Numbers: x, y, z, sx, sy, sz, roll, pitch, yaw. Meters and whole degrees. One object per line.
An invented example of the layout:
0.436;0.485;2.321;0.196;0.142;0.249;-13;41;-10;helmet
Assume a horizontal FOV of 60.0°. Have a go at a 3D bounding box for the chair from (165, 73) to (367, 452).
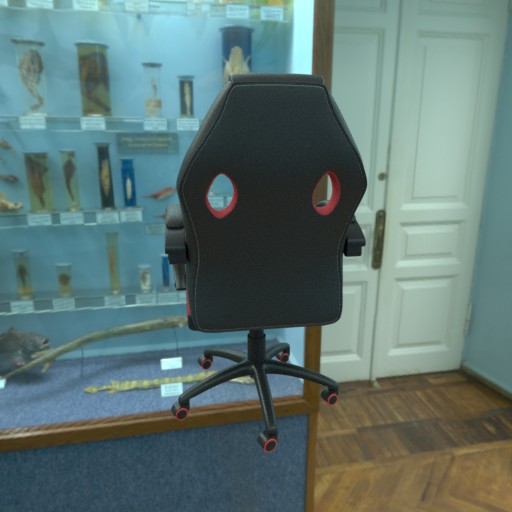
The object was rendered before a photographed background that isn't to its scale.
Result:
0.000;0.000;1.648;0.673;1.187;0.724;-2;15;-9;chair
